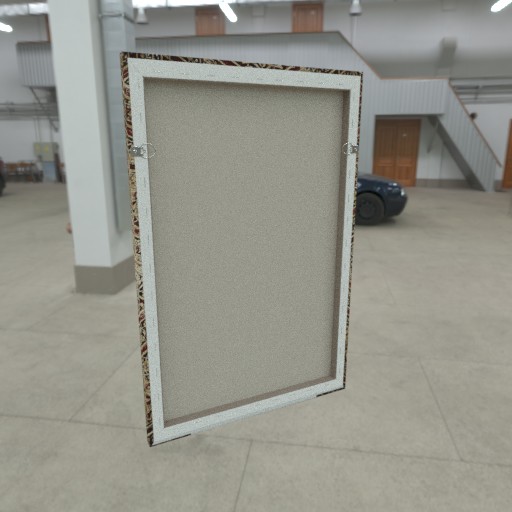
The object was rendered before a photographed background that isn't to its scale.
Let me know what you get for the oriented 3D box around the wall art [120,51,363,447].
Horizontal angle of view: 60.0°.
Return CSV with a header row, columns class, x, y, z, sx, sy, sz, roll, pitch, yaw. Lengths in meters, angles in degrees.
class,x,y,z,sx,sy,sz,roll,pitch,yaw
wall art,0.000,0.000,1.123,0.599,0.904,0.030,-7,16,-26
